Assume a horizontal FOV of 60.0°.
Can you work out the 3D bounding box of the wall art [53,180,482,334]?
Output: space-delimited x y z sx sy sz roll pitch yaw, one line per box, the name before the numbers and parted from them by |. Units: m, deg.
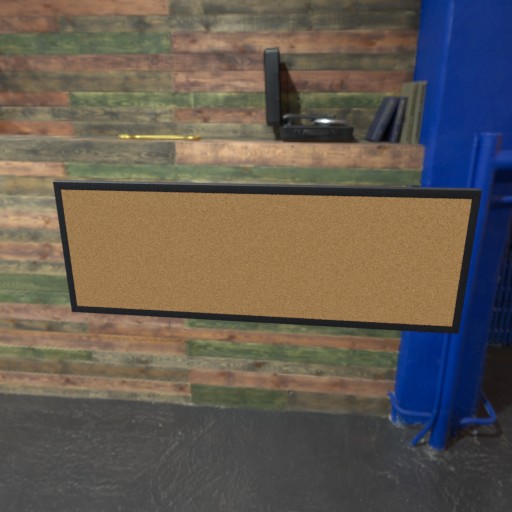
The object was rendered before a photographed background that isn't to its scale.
wall art | 0.000 0.000 1.721 1.572 0.554 0.041 2 19 7
